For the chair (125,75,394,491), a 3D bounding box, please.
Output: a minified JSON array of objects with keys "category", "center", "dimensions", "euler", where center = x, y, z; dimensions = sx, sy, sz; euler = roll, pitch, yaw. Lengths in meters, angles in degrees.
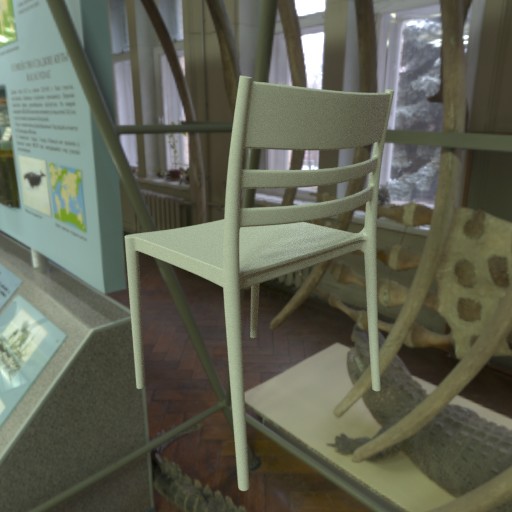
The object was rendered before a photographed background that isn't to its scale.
[{"category":"chair","center":[0.000,0.000,1.131],"dimensions":[0.531,0.800,0.511],"euler":[-16,23,-41]}]
